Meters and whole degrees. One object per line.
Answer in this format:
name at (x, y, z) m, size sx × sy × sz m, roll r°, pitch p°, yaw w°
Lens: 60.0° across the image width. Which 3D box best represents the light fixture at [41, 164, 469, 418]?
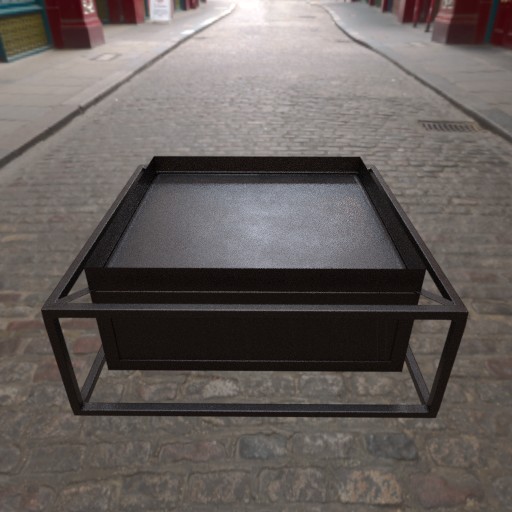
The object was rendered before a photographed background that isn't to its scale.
light fixture at (0.000, 0.000, 0.678) m, size 0.441 × 0.191 × 0.441 m, roll 0°, pitch 31°, yaw 0°
